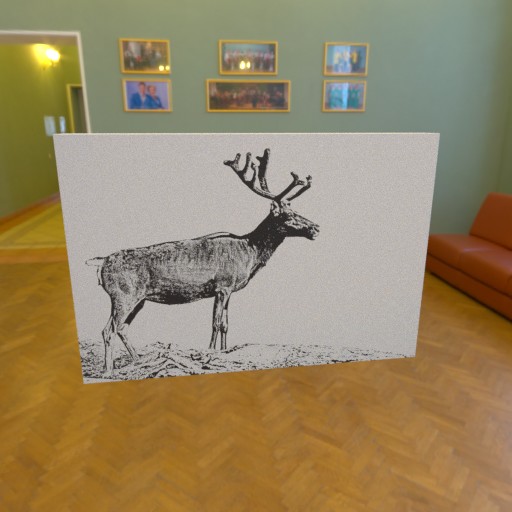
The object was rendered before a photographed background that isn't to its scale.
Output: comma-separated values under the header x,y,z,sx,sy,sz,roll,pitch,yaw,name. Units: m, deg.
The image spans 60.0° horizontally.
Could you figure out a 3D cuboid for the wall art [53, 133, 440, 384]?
x,y,z,sx,sy,sz,roll,pitch,yaw,name
0.000,0.000,0.486,0.381,0.259,0.038,-2,16,-8,wall art
